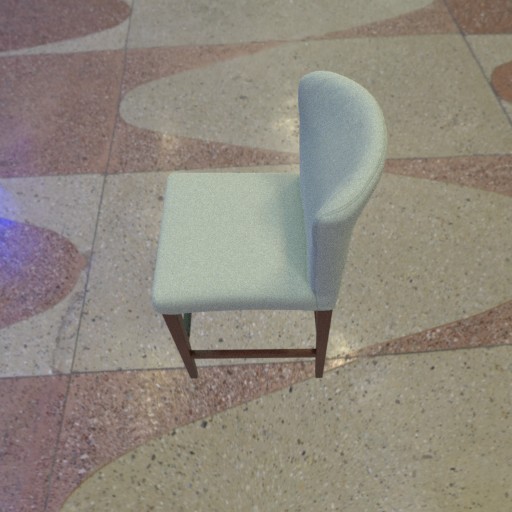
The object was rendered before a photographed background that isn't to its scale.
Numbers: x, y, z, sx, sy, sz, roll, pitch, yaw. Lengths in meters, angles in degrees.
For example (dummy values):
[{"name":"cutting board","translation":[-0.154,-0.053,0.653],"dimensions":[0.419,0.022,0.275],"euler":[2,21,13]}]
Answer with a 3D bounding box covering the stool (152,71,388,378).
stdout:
[{"name":"stool","translation":[0.000,0.000,1.401],"dimensions":[0.568,1.069,0.479],"euler":[-1,57,0]}]
